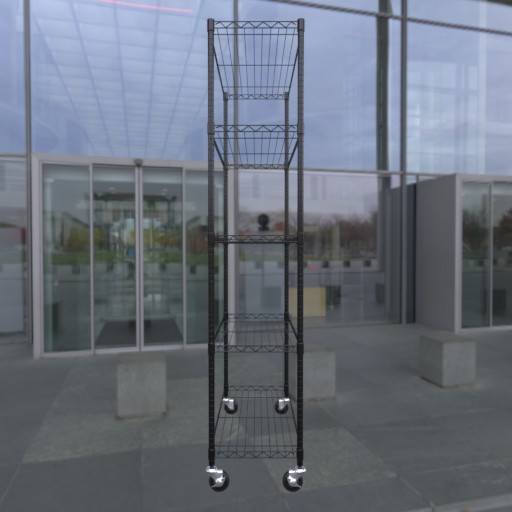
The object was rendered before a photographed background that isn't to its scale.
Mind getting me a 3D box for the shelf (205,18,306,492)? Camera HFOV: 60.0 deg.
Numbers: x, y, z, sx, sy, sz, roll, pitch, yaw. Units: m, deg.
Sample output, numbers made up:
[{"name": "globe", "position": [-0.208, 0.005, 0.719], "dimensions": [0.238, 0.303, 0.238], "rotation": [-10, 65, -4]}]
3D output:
[{"name": "shelf", "position": [0.000, 0.000, 1.907], "dimensions": [0.356, 1.645, 0.762], "rotation": [0, 1, 0]}]
